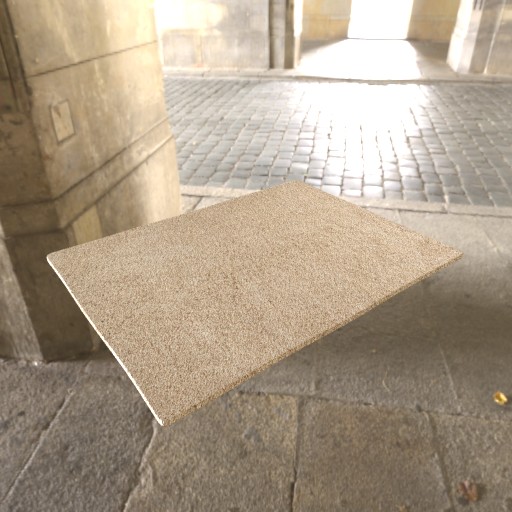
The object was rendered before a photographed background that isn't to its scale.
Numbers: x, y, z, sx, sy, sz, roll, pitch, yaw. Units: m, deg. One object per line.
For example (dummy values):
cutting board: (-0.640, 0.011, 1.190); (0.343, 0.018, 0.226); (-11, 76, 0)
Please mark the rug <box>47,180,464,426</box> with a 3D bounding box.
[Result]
rug: (0.000, 0.000, 2.110); (1.600, 0.025, 1.199); (-22, 37, -31)
